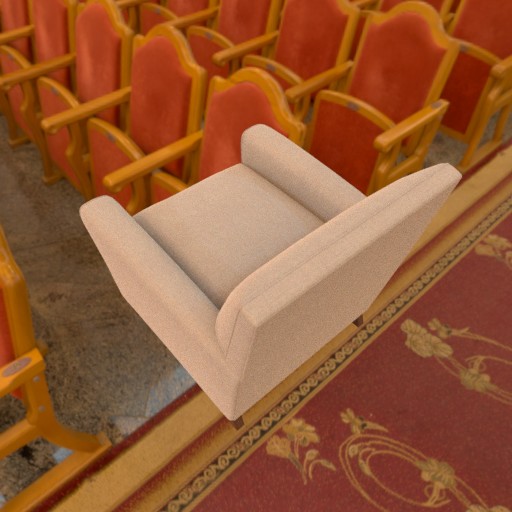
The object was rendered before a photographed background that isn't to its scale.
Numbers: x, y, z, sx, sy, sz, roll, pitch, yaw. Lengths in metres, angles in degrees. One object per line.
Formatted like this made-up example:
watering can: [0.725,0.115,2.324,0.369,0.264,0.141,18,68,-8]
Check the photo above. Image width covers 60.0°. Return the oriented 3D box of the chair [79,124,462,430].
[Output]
chair: [0.000,0.000,1.572,0.840,0.846,0.871,-32,54,-27]
